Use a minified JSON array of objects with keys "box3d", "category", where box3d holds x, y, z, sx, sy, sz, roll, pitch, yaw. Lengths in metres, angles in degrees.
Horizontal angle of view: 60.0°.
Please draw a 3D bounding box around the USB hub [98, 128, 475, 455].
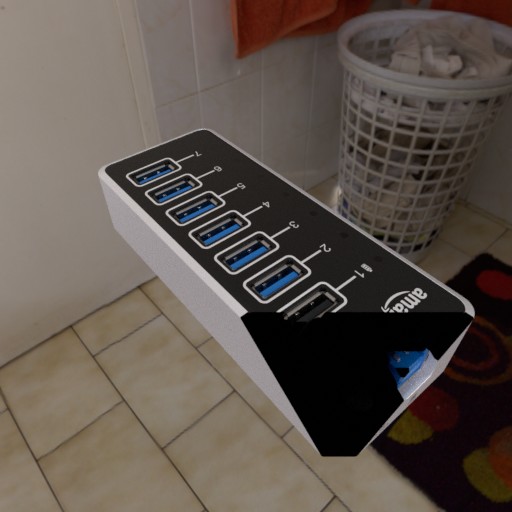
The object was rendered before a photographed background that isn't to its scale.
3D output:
[{"box3d":[0.000,0.000,0.129,0.044,0.023,0.110,-30,52,-27],"category":"USB hub"}]
